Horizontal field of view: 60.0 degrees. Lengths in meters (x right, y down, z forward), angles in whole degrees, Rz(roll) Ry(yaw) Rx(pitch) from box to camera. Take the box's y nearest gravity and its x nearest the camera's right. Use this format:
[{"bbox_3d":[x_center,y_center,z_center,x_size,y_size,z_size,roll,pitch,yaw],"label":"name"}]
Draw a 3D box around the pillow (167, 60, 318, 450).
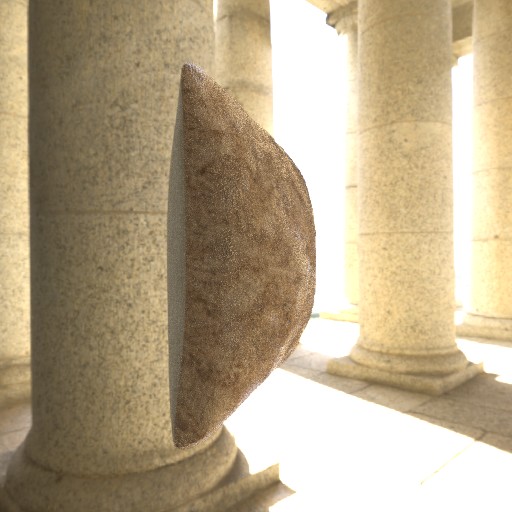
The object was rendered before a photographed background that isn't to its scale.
[{"bbox_3d":[0.000,0.000,0.823,0.216,0.525,0.538,0,1,17],"label":"pillow"}]
